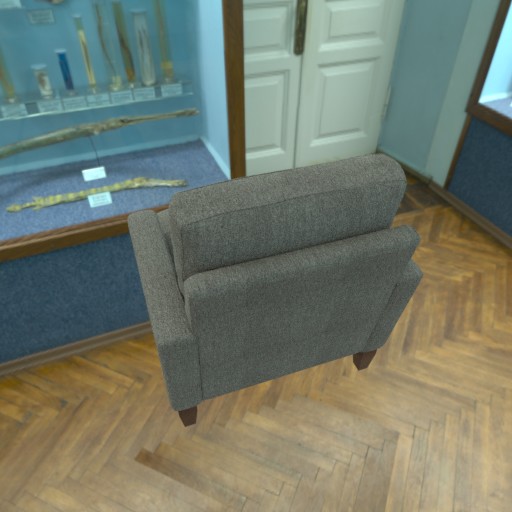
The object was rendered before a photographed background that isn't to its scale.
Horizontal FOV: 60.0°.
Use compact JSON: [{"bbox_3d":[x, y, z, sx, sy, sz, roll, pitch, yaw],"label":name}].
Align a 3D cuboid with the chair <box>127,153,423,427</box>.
[{"bbox_3d":[0.000,0.000,1.667,0.855,0.993,0.897,-13,42,-15],"label":"chair"}]
